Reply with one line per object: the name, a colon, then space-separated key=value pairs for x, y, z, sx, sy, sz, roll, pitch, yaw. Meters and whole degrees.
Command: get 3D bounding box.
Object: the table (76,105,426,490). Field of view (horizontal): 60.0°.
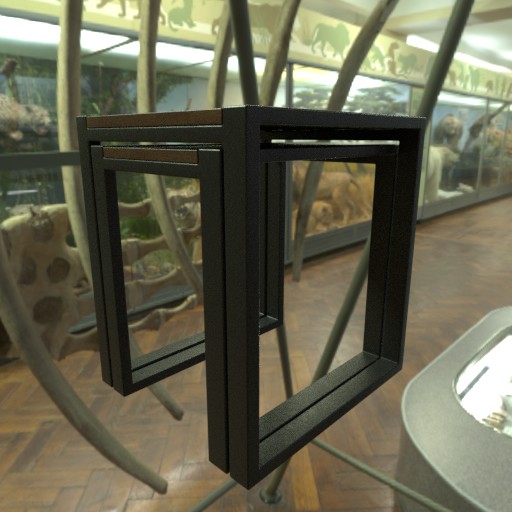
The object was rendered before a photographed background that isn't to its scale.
table: x=0.000 y=0.000 z=0.916 sx=0.449 sy=0.550 sz=0.500 roll=14 pitch=21 yaw=42
